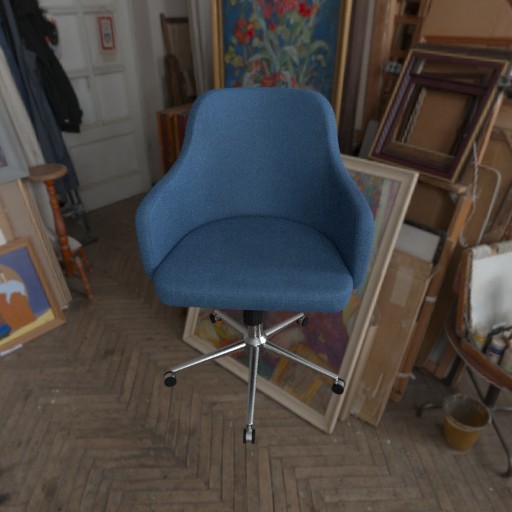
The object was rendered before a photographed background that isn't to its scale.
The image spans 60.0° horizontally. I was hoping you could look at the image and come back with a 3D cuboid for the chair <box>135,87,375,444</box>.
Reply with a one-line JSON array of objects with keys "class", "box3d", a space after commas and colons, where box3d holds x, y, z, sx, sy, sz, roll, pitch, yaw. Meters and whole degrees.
[{"class": "chair", "box3d": [0.000, 0.000, 1.279, 0.599, 0.820, 0.655, 2, 31, 3]}]
